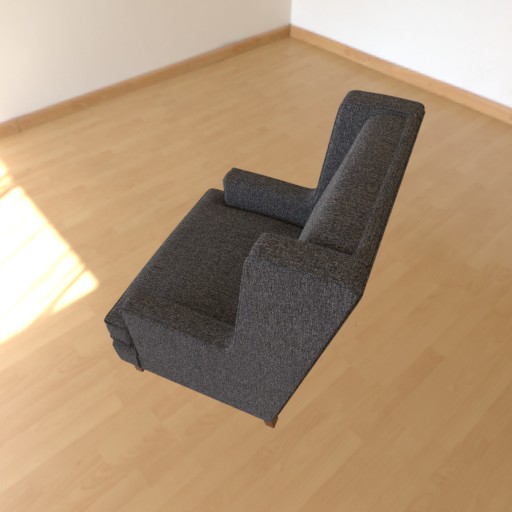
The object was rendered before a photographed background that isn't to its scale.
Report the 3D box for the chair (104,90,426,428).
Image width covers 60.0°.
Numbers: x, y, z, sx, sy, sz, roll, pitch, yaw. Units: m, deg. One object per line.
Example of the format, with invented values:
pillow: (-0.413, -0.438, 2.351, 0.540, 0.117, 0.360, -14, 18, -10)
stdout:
chair: (0.000, 0.000, 1.797, 0.927, 1.082, 0.942, 18, 49, 16)
